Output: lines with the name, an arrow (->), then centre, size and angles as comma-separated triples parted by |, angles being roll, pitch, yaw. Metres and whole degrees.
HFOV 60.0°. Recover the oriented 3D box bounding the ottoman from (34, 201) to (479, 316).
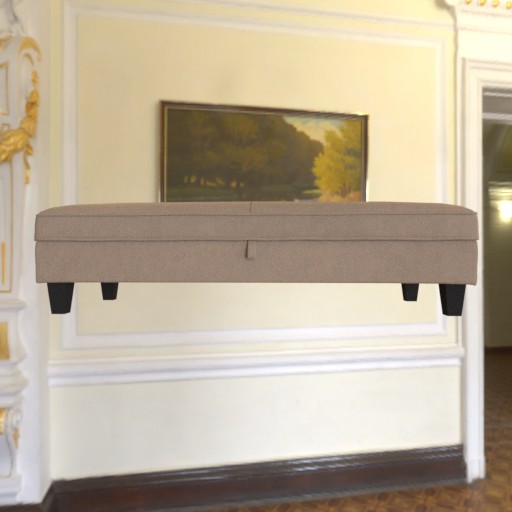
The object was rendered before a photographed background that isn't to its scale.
ottoman -> 0.000, 0.000, 2.013 | 1.726, 0.460, 0.735 | 0, 0, 2
